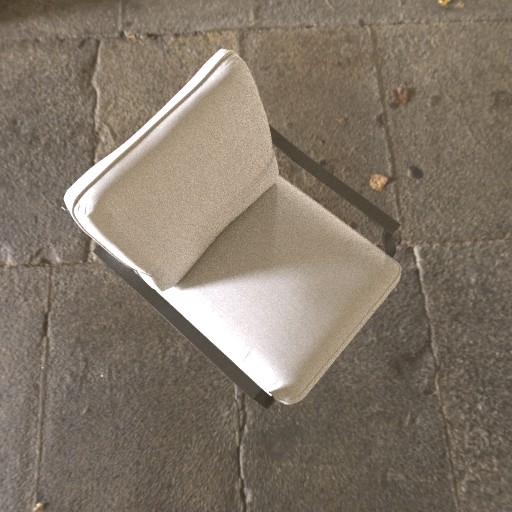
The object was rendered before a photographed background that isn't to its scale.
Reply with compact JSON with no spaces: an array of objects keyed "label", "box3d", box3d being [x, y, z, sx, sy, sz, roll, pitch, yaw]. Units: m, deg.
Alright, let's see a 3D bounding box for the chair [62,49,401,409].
[{"label":"chair","box3d":[0.000,0.000,1.399,0.787,0.860,0.650,41,79,10]}]
